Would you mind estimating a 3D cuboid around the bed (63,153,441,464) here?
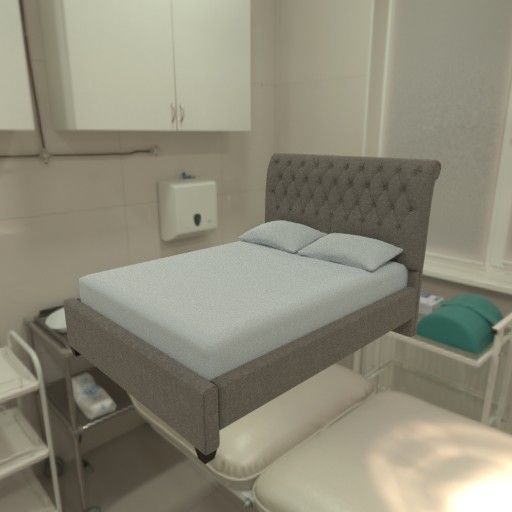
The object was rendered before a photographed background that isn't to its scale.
[{"bbox_3d":[0.000,0.000,3.267,2.252,1.371,1.645,-15,21,-42],"label":"bed"}]
